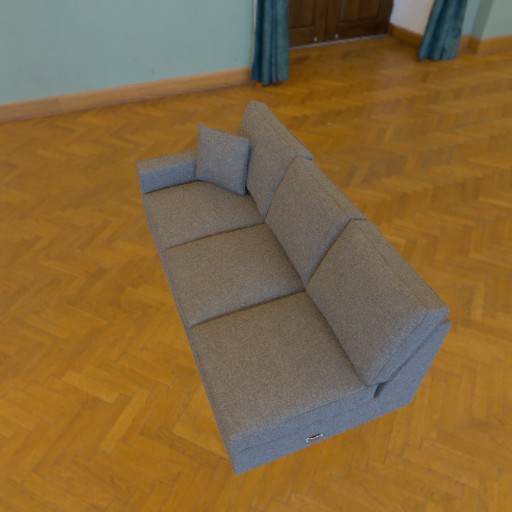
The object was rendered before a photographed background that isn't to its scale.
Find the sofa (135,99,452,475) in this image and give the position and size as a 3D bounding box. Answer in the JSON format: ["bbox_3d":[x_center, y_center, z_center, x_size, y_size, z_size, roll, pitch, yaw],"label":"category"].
[{"bbox_3d":[0.000,0.000,2.567,1.034,0.946,1.963,-16,47,-15],"label":"sofa"}]
